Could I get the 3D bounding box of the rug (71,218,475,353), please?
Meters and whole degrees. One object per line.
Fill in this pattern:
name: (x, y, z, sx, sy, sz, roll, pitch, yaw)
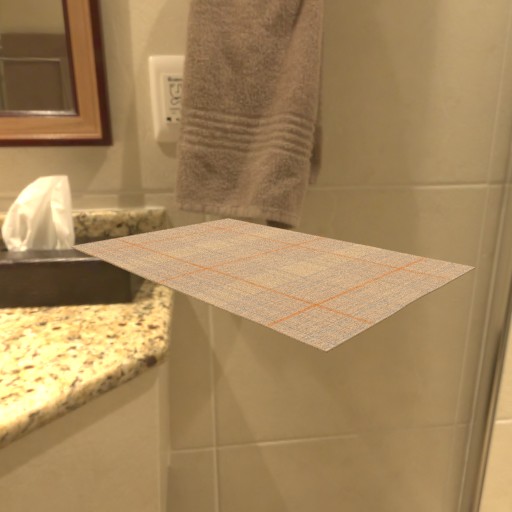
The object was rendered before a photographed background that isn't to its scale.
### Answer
rug: (0.000, 0.000, 2.379, 1.825, 0.015, 1.232, 15, 21, 43)
